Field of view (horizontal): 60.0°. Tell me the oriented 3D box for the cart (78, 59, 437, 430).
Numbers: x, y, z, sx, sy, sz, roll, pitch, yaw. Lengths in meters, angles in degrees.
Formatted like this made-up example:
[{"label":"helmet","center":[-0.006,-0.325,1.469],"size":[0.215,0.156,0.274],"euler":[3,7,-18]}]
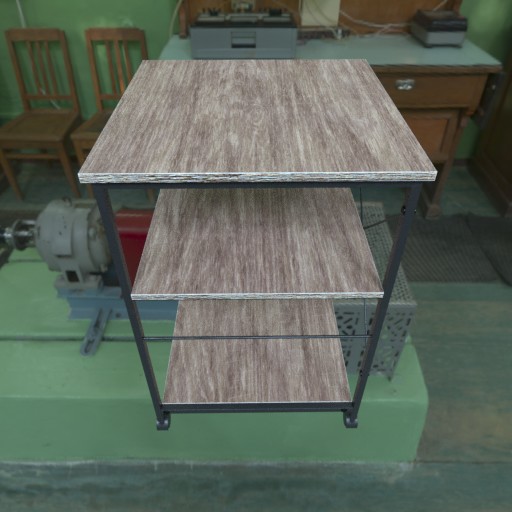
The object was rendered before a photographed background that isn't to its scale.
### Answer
[{"label":"cart","center":[0.000,0.000,1.085],"size":[0.520,0.762,0.521],"euler":[0,41,-1]}]
